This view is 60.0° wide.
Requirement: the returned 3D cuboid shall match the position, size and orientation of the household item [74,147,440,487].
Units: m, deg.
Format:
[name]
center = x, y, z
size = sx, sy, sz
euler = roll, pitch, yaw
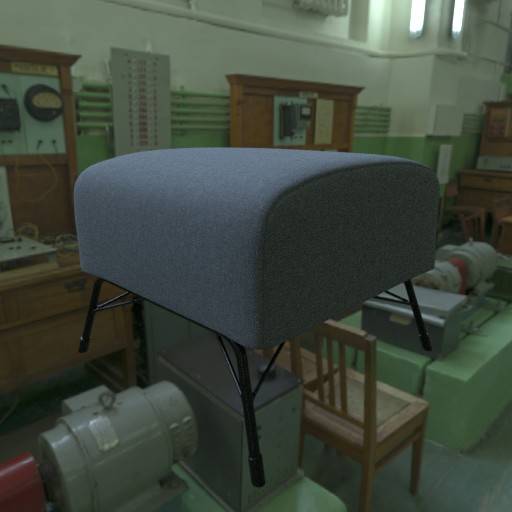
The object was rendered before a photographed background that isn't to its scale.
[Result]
[household item]
center = 0.000, 0.000, 0.873
size = 0.530, 0.410, 0.530
euler = 15, 22, 42
